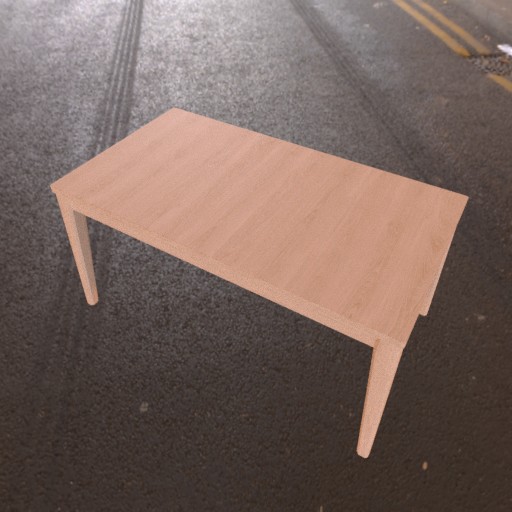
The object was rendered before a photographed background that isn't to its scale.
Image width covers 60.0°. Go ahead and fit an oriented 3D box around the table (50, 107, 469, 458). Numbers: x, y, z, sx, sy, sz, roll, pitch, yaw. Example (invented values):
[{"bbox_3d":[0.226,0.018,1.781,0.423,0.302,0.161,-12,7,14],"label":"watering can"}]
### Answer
[{"bbox_3d":[0.000,0.000,2.114,1.600,0.760,0.900,23,49,22],"label":"table"}]
